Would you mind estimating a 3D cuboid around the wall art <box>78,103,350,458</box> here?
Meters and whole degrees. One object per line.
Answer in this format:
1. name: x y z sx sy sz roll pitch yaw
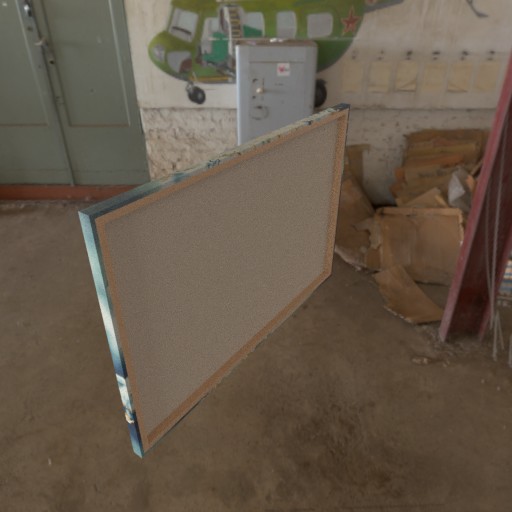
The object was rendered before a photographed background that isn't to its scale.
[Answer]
1. wall art: 0.000 0.000 1.450 0.035 0.759 1.138 21 37 30
